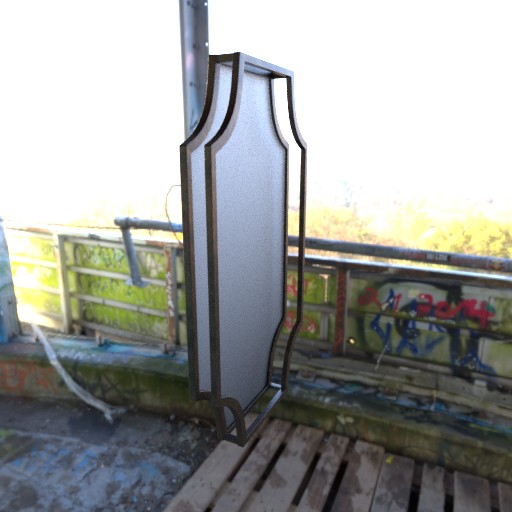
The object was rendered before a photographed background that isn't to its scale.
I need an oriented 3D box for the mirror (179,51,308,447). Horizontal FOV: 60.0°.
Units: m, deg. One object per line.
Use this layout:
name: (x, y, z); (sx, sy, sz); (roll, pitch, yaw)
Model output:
mirror: (0.000, 0.000, 1.007); (0.066, 0.811, 0.462); (7, 16, 26)
